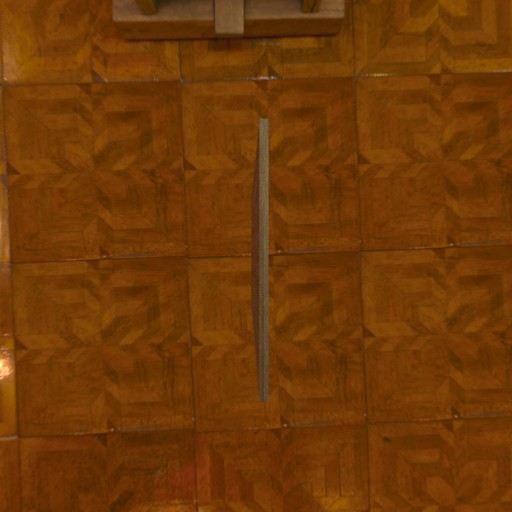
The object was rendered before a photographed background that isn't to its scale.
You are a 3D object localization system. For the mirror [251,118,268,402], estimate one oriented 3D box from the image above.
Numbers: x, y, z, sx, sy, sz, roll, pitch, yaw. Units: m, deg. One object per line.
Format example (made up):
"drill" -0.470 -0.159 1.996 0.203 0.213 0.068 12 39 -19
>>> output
"mirror" 0.000 0.000 2.286 0.025 2.032 0.812 0 91 -1
